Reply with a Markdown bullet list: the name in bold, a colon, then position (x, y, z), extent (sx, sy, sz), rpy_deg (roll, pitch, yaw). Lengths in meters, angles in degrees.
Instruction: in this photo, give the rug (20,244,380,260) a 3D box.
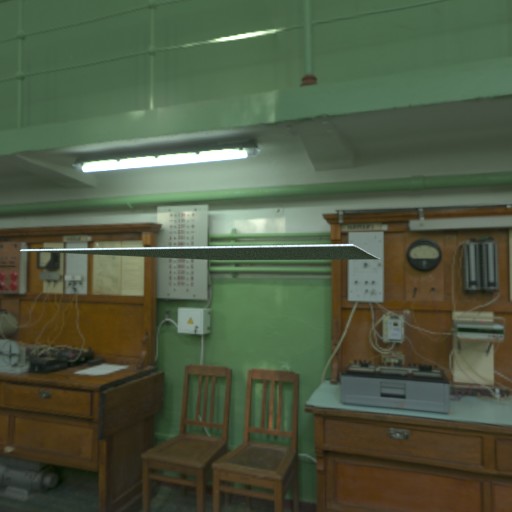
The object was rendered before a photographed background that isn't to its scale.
- **rug**: position (0.000, 0.000, 2.989), extent (1.524, 0.008, 2.440), rpy_deg (-1, -2, 18)
